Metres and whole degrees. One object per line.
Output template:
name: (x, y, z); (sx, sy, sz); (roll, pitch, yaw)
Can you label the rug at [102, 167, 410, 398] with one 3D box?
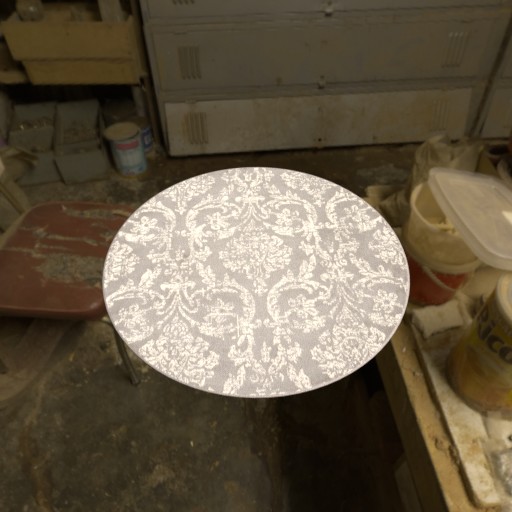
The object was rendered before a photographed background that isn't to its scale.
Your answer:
rug: (0.000, 0.000, 2.359); (1.593, 0.012, 1.593); (0, 47, 0)
